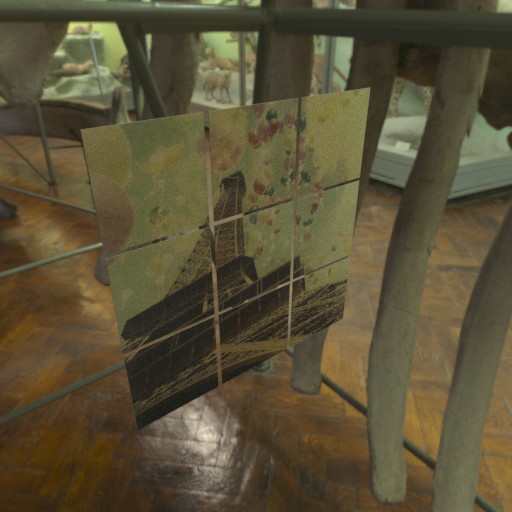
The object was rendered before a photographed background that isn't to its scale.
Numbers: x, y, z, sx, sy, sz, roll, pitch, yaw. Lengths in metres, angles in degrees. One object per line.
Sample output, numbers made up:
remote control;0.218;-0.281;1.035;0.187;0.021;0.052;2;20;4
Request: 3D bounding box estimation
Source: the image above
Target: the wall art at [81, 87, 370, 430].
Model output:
wall art;0.000;0.000;2.286;1.517;1.505;0.002;-21;35;-32
